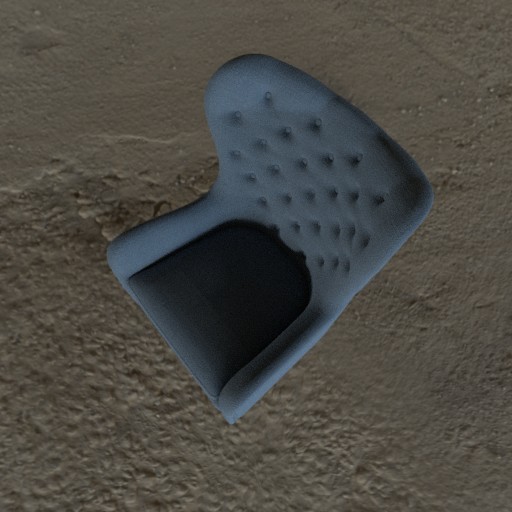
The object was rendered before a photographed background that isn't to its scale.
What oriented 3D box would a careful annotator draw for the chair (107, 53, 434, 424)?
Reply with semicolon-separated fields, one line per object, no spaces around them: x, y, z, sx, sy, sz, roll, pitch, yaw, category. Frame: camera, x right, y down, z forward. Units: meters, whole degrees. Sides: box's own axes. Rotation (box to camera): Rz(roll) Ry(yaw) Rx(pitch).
0.000;0.000;1.733;0.930;1.079;0.831;-37;70;-16;chair
